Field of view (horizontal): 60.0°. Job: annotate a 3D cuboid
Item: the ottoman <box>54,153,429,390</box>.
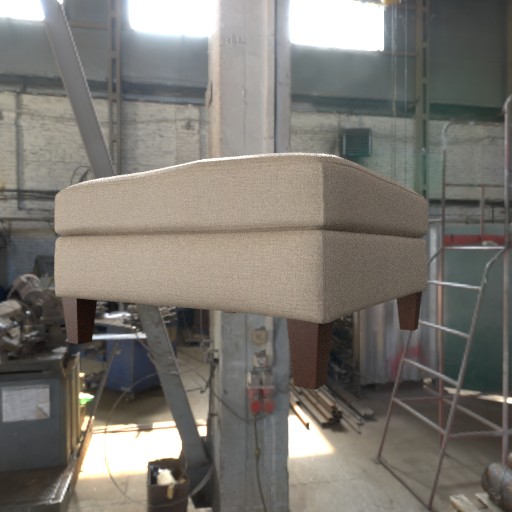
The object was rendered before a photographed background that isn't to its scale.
[{"bbox_3d":[0.000,0.000,1.343,0.838,0.481,0.838,1,1,33],"label":"ottoman"}]
